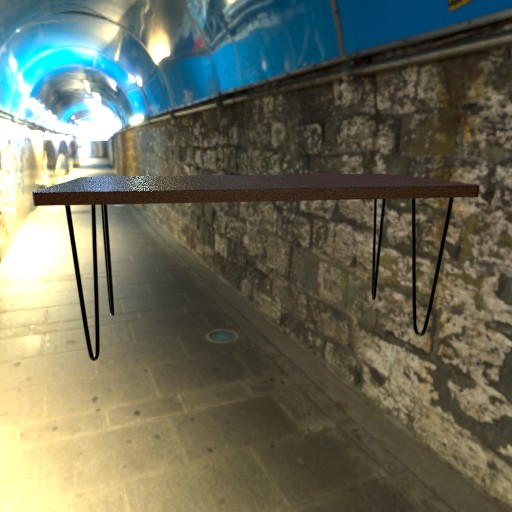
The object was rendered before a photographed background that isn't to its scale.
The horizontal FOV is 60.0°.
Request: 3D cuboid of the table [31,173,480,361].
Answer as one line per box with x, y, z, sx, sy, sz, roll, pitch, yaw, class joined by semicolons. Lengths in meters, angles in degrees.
0.000;0.000;2.239;1.791;0.753;0.883;-2;14;-10;table
